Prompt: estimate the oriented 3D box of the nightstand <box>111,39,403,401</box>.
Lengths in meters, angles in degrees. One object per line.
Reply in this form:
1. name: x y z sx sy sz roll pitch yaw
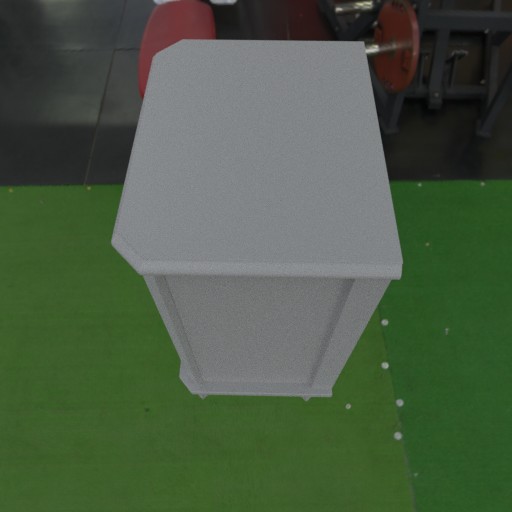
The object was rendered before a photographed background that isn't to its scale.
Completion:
1. nightstand: 0.000 0.000 0.916 0.350 0.680 0.450 1 59 1
